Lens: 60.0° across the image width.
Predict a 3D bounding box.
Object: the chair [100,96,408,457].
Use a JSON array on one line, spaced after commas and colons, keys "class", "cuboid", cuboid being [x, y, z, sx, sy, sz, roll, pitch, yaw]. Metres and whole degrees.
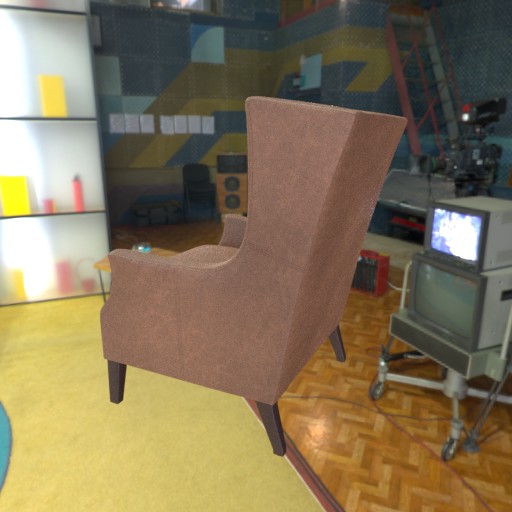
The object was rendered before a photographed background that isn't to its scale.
[{"class": "chair", "cuboid": [0.000, 0.000, 1.678, 0.913, 1.088, 0.815, 8, 18, 26]}]
